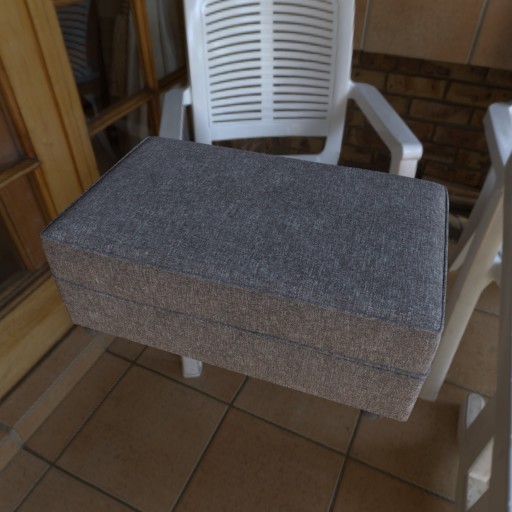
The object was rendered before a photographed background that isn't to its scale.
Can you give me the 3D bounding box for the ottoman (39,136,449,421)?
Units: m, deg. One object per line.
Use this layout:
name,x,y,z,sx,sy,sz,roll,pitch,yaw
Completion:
ottoman,0.000,0.000,1.541,1.184,0.487,0.717,13,43,14
